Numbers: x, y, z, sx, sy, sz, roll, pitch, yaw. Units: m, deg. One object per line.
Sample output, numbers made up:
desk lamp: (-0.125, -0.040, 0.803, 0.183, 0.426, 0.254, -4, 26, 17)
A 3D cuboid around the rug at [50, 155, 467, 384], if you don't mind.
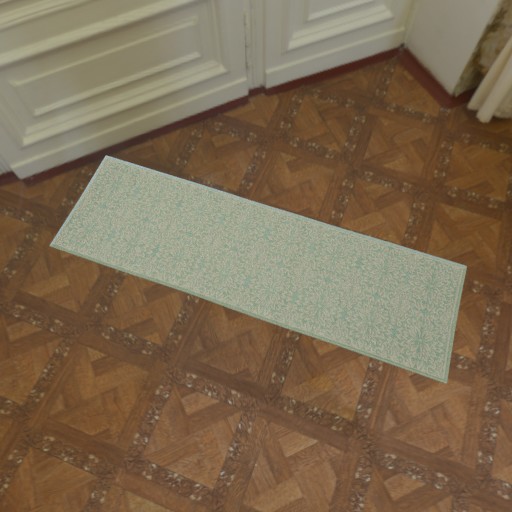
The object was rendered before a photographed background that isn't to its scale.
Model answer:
rug: (0.000, 0.000, 2.430, 2.196, 0.011, 0.662, 18, 66, 8)
